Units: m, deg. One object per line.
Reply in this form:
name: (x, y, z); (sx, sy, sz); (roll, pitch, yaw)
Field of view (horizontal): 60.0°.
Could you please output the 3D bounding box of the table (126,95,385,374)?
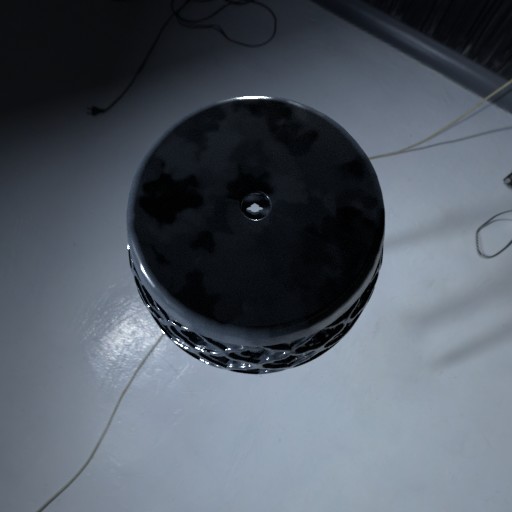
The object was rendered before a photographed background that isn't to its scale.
table: (0.000, 0.000, 0.629); (0.325, 0.388, 0.325); (0, 75, 0)
